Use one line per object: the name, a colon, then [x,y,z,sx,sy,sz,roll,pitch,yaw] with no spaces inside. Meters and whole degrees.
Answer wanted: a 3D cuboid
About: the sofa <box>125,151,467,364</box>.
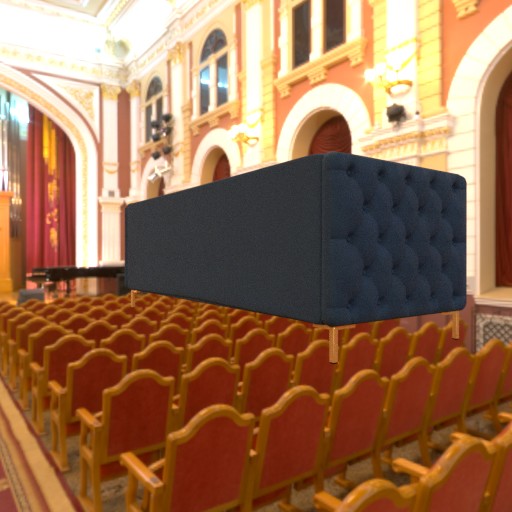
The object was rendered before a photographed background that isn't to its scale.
sofa: [0.000,0.000,2.678,0.895,0.771,2.209,0,0,-35]
